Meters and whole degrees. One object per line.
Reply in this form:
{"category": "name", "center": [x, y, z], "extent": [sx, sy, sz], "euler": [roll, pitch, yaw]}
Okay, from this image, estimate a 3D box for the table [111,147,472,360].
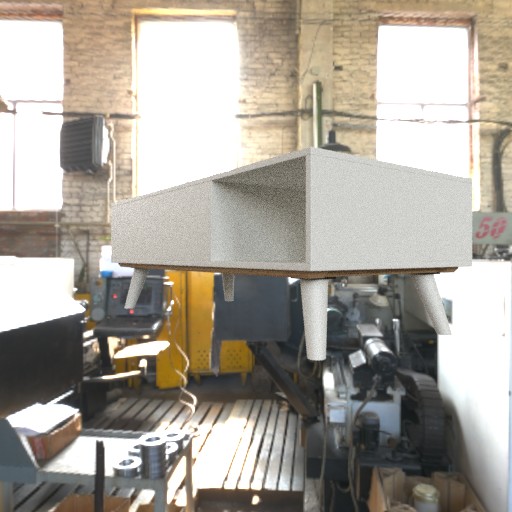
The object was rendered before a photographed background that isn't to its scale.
{"category": "table", "center": [0.000, 0.000, 1.528], "extent": [0.609, 0.432, 1.194], "euler": [0, 0, -36]}
